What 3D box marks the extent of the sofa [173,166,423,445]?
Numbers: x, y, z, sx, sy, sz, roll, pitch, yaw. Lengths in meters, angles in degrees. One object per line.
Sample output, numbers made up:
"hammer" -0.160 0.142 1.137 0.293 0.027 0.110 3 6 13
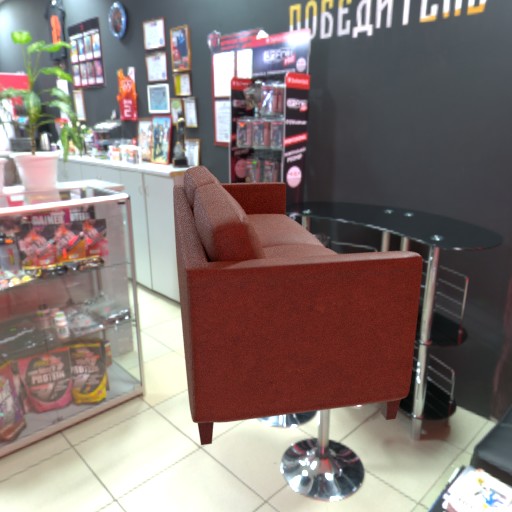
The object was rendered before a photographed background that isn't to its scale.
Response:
"sofa" 0.000 0.000 2.723 0.950 0.932 2.204 -3 17 -11
